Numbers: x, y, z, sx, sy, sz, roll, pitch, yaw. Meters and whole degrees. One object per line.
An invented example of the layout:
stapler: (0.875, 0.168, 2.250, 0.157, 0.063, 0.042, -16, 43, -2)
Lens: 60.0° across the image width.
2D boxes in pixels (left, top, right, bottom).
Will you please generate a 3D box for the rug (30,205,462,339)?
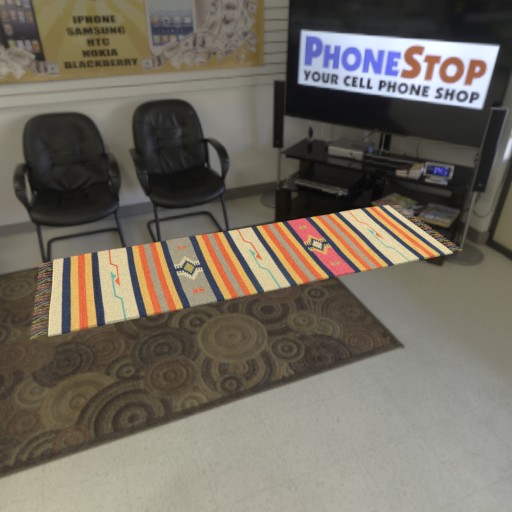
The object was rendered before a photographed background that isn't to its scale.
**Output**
rug: (0.000, 0.000, 2.660, 2.455, 0.017, 0.695, -10, 34, -16)
